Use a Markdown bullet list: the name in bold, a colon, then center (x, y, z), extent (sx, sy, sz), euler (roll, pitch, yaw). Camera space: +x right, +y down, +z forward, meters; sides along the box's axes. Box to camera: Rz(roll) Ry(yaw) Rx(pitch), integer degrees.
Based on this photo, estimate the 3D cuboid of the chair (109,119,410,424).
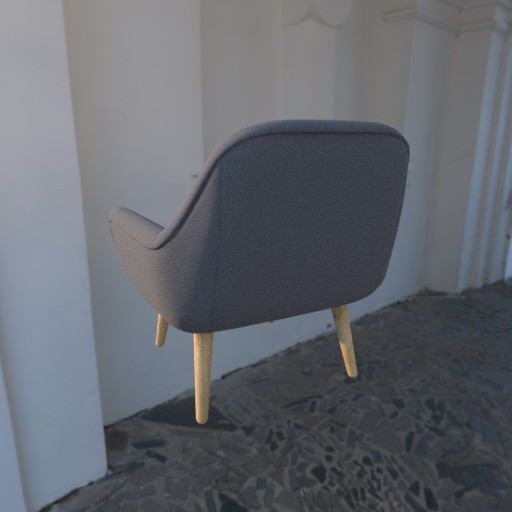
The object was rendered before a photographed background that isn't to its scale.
- **chair**: center (0.000, 0.000, 1.398), extent (0.770, 0.800, 0.779), euler (-8, 17, -27)
